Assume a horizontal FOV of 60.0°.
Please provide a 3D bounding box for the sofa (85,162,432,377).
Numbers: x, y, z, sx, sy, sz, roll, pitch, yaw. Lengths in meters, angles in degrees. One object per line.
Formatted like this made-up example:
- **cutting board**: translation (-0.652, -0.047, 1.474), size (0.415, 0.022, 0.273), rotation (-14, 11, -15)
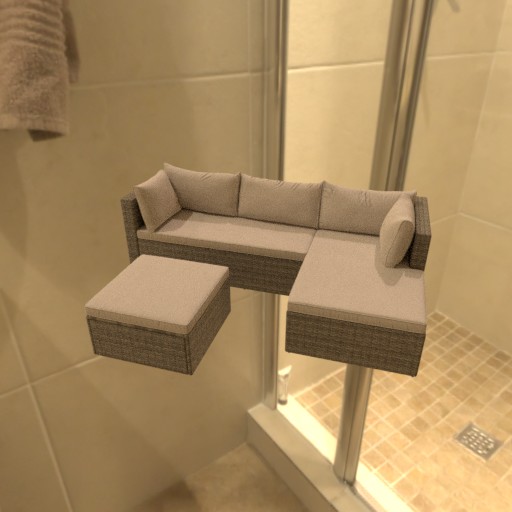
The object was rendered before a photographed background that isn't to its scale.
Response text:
- **sofa**: translation (0.000, 0.000, 3.022), size (2.192, 0.766, 1.662), rotation (8, 29, 15)
